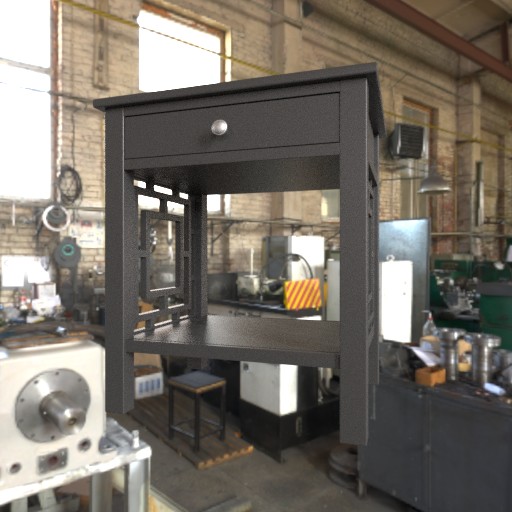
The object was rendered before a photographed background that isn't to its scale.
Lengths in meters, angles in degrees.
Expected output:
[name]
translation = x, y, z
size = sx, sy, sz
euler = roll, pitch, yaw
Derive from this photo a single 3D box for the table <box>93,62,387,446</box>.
[table]
translation = 0.000, 0.000, 1.025
size = 0.564, 0.646, 0.451
euler = 0, 0, 18
